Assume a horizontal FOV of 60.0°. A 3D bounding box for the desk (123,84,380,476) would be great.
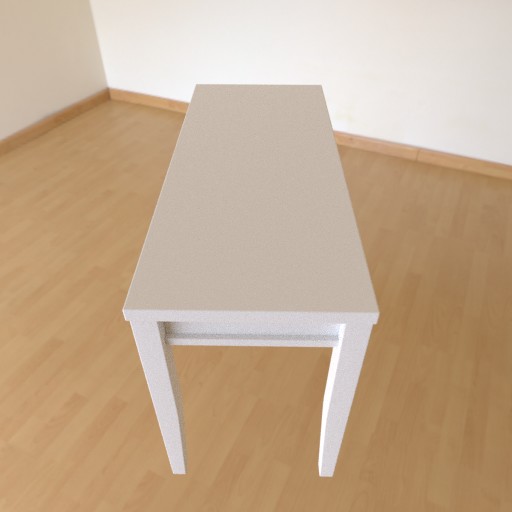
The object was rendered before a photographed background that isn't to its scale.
[{"bbox_3d":[0.000,0.000,1.583,0.508,0.775,1.220,1,41,1],"label":"desk"}]
